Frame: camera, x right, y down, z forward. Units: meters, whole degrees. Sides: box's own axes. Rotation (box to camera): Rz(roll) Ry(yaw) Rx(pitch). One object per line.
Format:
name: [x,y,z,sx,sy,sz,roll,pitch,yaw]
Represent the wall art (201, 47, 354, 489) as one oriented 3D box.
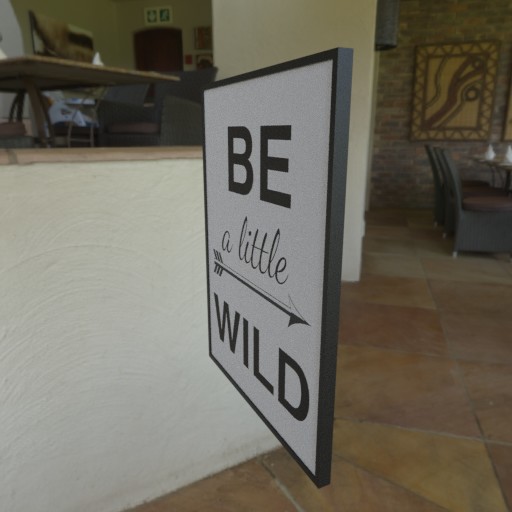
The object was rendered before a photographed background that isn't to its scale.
wall art: [0.000,0.000,1.375,0.038,1.062,0.806,-8,17,-26]
